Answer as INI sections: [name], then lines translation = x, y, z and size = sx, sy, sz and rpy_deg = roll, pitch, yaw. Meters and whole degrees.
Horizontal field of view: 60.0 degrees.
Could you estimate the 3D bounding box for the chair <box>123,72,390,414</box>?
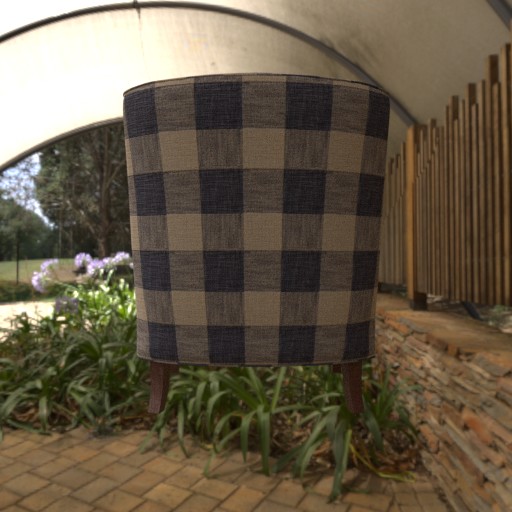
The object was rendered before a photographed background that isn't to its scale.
[chair]
translation = 0.000, 0.000, 1.654
size = 0.830, 1.041, 0.889
rpy_deg = 0, -1, 0
